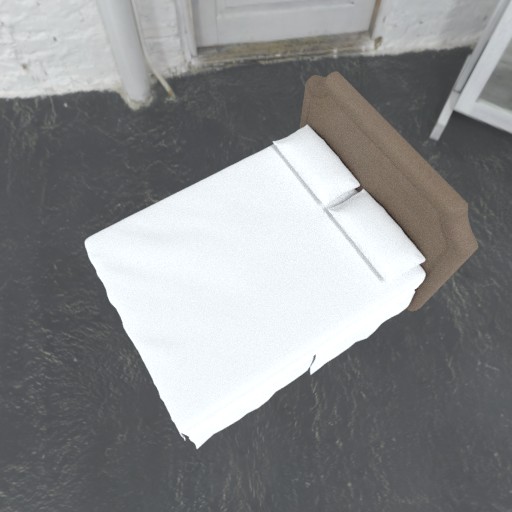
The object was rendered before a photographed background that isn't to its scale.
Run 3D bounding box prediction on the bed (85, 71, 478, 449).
[{"bbox_3d":[0.000,0.000,3.101,2.116,1.290,1.693,-29,68,-13],"label":"bed"}]
